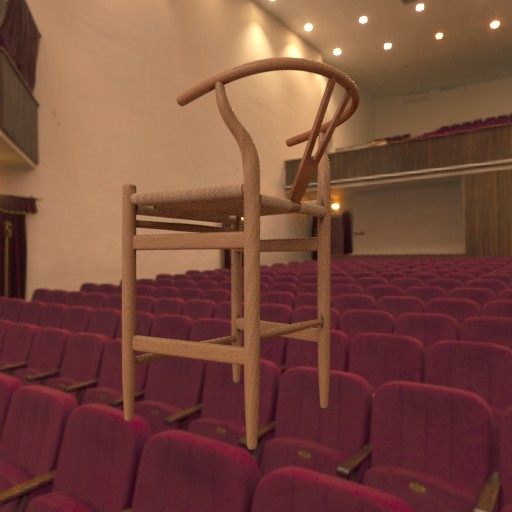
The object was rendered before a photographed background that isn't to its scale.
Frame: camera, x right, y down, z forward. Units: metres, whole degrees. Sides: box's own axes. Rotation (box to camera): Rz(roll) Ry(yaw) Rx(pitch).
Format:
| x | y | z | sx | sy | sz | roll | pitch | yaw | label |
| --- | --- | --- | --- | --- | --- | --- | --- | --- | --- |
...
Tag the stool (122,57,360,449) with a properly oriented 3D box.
| x | y | z | sx | sy | sz | roll | pitch | yaw | label |
| --- | --- | --- | --- | --- | --- | --- | --- | --- | --- |
| 0.000 | 0.000 | 1.285 | 0.575 | 0.923 | 0.536 | 0 | 0 | 37 | stool |
